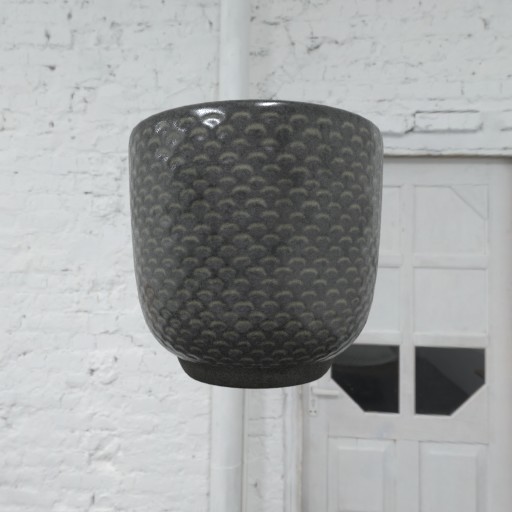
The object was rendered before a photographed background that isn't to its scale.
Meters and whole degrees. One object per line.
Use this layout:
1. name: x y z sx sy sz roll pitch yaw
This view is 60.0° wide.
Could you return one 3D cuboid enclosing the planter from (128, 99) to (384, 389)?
1. planter: 0.000 0.000 0.251 0.140 0.129 0.140 0 -1 0
